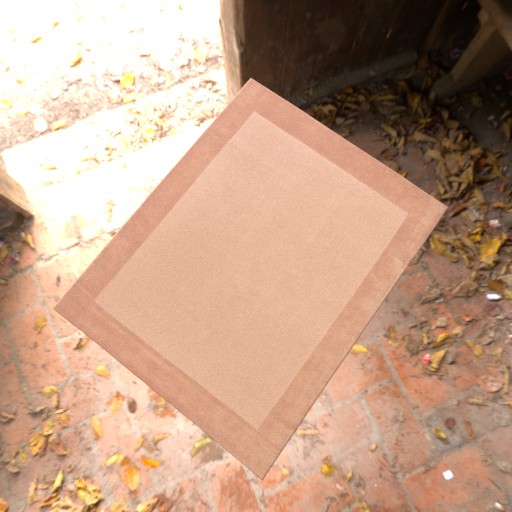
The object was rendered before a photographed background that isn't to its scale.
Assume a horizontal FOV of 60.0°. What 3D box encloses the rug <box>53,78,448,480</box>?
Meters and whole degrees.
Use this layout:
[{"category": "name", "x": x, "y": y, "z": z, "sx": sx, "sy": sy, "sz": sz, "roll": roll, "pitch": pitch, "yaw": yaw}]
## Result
[{"category": "rug", "x": 0.000, "y": 0.000, "z": 4.218, "sx": 2.431, "sy": 0.021, "sz": 3.057, "roll": 36, "pitch": 79, "yaw": 8}]
